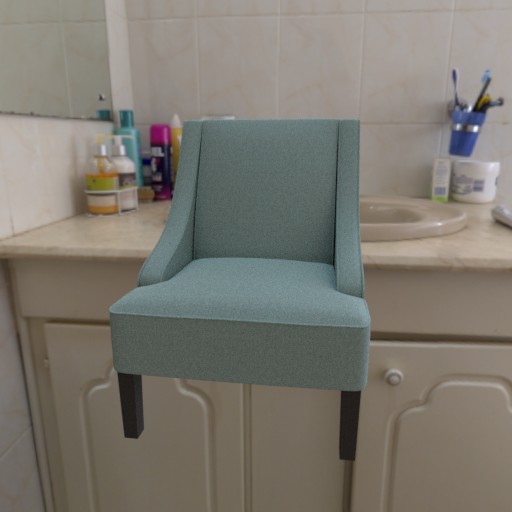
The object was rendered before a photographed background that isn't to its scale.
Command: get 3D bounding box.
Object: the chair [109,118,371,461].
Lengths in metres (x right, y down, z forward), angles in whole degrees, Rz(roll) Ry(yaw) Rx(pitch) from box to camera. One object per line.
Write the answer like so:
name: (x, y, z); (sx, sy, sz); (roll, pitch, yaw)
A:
chair: (0.000, 0.000, 1.841); (0.857, 1.133, 1.025); (2, 14, 8)
